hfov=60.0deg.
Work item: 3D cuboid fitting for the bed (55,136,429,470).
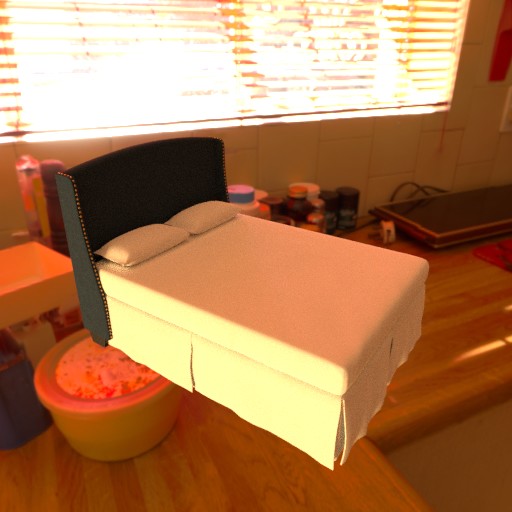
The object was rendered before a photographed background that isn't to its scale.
[{"bbox_3d":[0.000,0.000,3.237,2.223,1.402,1.604,16,30,31],"label":"bed"}]
